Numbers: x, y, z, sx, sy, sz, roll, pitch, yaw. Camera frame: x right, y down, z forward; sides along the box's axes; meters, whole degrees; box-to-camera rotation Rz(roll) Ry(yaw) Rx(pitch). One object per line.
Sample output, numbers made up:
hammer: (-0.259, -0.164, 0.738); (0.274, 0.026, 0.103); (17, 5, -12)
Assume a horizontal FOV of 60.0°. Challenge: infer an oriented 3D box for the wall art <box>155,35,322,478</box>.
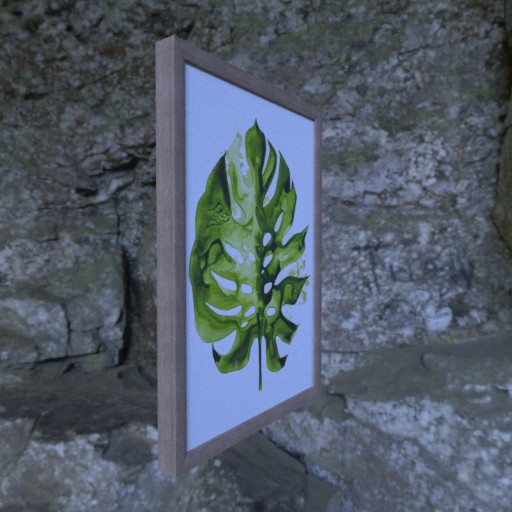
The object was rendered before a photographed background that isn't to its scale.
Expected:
wall art: (0.000, 0.000, 0.660); (0.031, 0.509, 0.356); (1, 2, 36)
